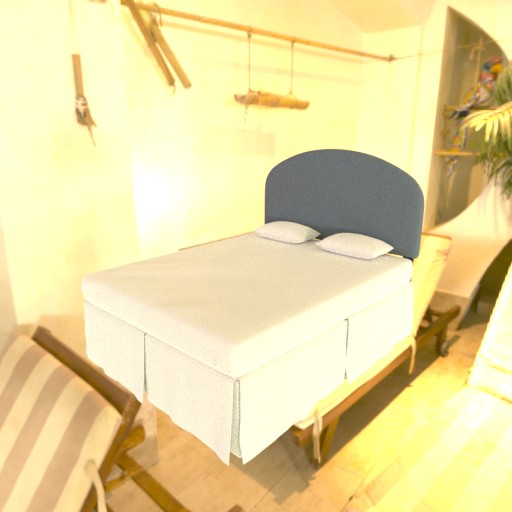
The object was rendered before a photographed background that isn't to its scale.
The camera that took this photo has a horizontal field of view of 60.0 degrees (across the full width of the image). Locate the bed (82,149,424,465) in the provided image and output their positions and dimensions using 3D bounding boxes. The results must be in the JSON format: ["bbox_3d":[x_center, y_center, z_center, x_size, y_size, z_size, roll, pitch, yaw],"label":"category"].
[{"bbox_3d":[0.000,0.000,3.134,1.607,1.410,2.005,15,22,41],"label":"bed"}]
